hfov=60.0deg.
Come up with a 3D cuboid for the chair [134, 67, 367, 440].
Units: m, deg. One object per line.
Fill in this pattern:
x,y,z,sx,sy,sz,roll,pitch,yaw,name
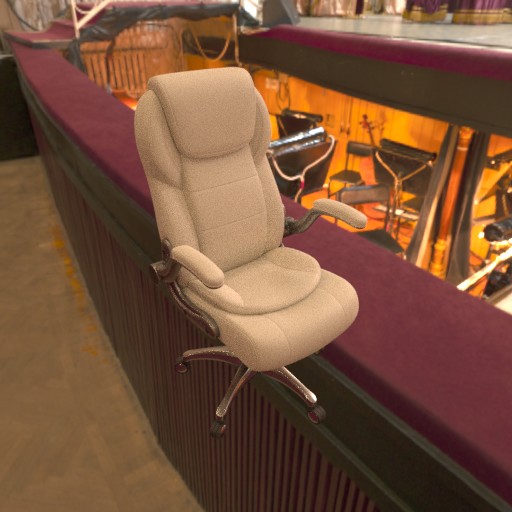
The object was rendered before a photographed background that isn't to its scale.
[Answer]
0.000,0.000,1.796,0.755,1.330,0.806,-21,37,-31,chair
